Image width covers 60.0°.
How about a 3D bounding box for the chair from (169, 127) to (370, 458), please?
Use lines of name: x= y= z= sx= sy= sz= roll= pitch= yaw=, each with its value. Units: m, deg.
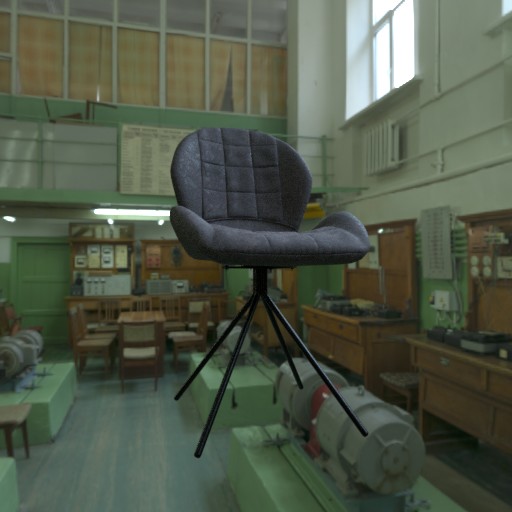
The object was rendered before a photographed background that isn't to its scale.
chair: x=0.000 y=0.000 z=1.332 sx=0.527 sy=0.934 sz=0.640 roll=0 pitch=0 yaw=-16
